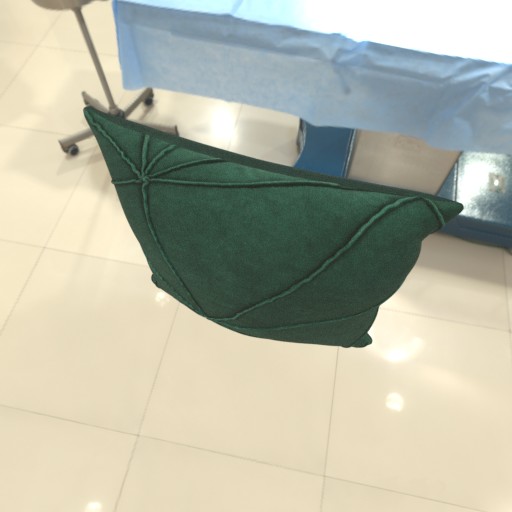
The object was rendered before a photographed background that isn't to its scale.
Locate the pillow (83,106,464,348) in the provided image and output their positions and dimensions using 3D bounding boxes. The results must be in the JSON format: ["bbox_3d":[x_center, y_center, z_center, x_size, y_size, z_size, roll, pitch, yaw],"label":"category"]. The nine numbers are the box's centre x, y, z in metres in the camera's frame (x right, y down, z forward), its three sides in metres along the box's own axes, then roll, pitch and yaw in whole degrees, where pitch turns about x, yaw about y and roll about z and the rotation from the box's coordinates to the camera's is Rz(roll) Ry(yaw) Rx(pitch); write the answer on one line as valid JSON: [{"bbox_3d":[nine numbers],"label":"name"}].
[{"bbox_3d":[0.000,0.000,0.658,0.439,0.440,0.184,16,61,9],"label":"pillow"}]
